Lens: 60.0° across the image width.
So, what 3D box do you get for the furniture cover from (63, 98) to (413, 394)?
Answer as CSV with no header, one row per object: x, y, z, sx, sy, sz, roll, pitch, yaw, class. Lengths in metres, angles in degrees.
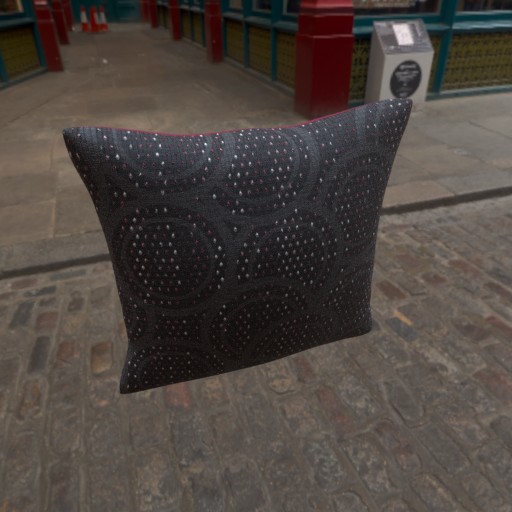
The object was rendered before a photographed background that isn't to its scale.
0.000,0.000,0.794,0.552,0.509,0.193,-11,33,-17,furniture cover
